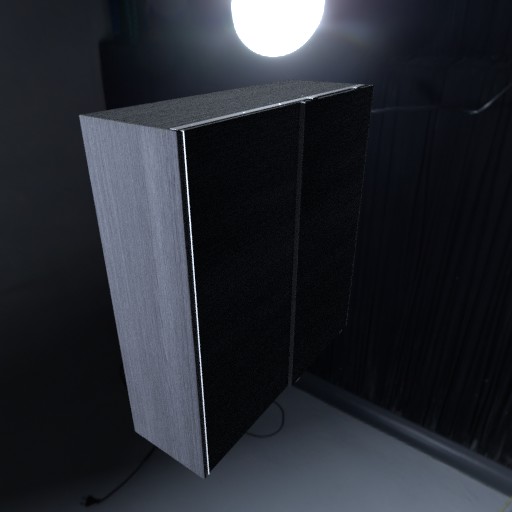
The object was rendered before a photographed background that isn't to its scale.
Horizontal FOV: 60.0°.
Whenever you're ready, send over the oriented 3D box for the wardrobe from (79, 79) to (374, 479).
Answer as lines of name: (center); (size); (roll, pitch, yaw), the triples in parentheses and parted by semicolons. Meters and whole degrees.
wardrobe: (0.000, 0.000, 2.862); (0.629, 1.960, 1.780); (18, 33, 31)
